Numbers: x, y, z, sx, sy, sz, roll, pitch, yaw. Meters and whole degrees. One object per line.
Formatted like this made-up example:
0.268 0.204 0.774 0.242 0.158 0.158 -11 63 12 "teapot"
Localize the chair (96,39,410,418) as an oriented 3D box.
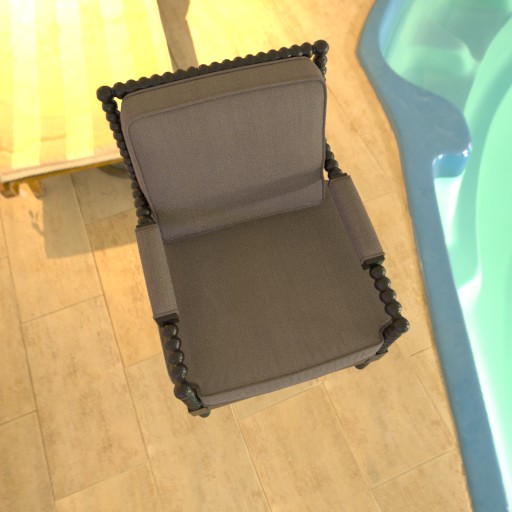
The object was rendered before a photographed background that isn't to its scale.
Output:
0.000 0.000 1.084 0.540 0.661 0.622 -15 66 -7 "chair"
